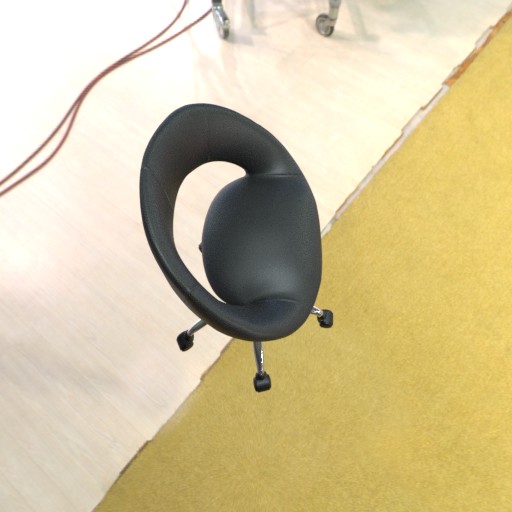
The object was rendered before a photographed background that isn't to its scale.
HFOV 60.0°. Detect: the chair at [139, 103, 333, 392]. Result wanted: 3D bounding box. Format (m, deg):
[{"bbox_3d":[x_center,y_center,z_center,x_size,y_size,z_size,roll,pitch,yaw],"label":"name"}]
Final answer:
[{"bbox_3d":[0.000,0.000,1.228,0.538,0.791,0.612,0,64,0],"label":"chair"}]
